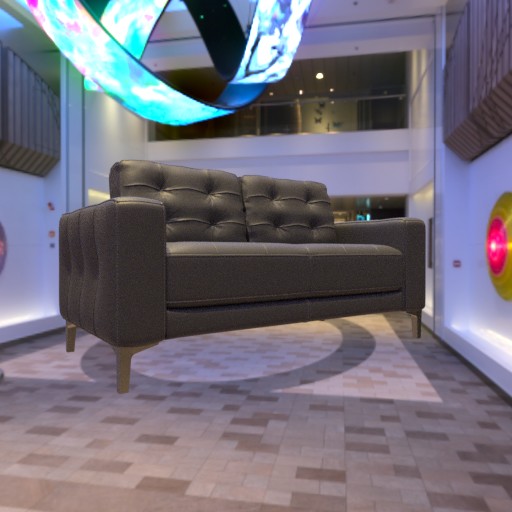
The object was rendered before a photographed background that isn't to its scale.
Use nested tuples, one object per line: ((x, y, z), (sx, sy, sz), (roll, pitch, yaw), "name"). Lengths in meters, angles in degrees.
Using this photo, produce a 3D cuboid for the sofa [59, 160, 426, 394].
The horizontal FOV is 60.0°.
((0.000, 0.000, 2.240), (1.726, 0.893, 0.833), (0, 1, -35), "sofa")
